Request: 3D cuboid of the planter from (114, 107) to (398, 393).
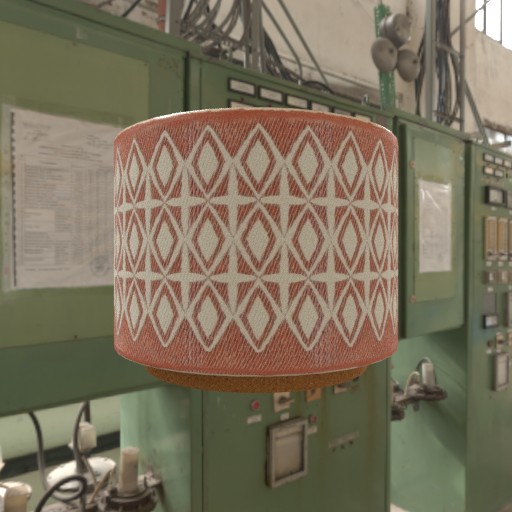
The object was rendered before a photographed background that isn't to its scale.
[{"bbox_3d":[0.000,0.000,0.314,0.192,0.148,0.192,0,0,0],"label":"planter"}]
